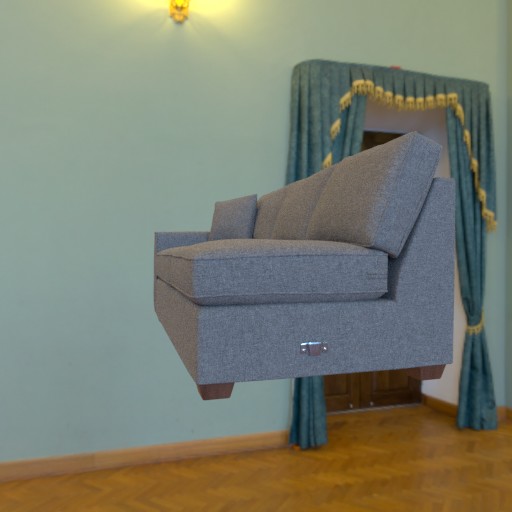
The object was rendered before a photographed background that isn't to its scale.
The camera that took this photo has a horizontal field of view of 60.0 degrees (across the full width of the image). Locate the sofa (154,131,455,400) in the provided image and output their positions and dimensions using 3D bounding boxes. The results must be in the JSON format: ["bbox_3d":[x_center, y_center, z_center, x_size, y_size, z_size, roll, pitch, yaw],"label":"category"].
[{"bbox_3d":[0.000,0.000,2.465,1.034,0.946,1.963,0,0,-17],"label":"sofa"}]
